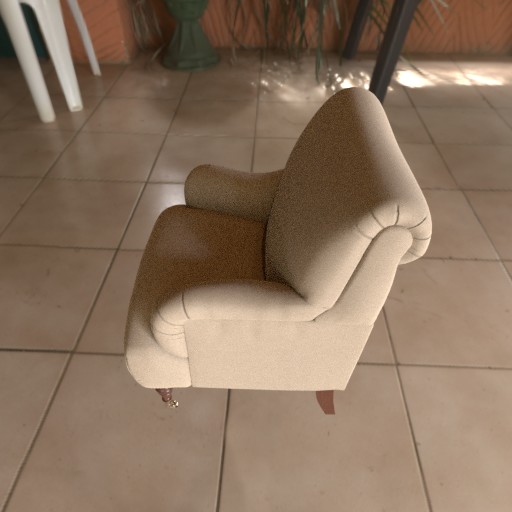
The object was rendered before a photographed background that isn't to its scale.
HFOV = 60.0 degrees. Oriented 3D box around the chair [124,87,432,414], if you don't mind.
[{"bbox_3d":[0.000,0.000,1.535,0.842,0.942,0.766,1,42,1],"label":"chair"}]
